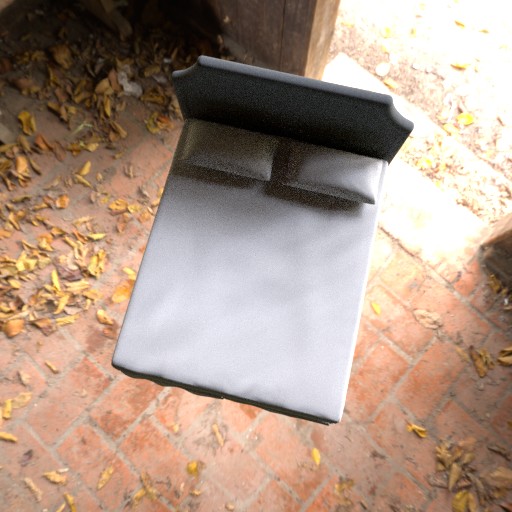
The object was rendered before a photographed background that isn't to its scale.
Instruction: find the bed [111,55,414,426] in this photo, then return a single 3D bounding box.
[{"bbox_3d":[0.000,0.000,3.336,1.811,1.296,2.259,13,77,3],"label":"bed"}]
